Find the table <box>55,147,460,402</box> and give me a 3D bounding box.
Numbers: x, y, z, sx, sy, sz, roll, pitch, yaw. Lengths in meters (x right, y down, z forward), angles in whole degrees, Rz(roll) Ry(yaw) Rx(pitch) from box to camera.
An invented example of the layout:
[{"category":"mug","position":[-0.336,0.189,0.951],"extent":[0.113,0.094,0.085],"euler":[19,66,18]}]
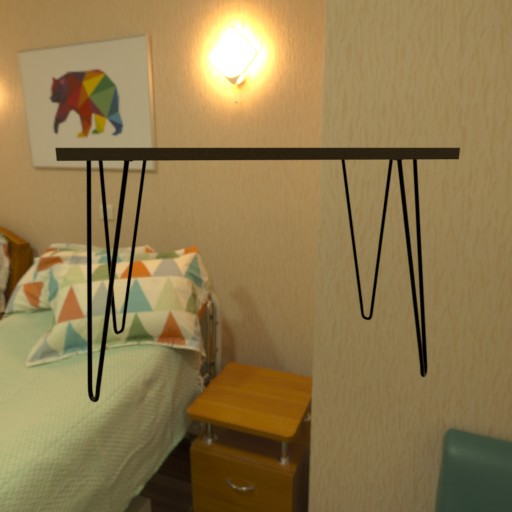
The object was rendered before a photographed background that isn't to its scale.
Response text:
[{"category":"table","position":[0.000,0.000,1.391],"extent":[0.991,0.660,0.499],"euler":[-2,14,-8]}]
